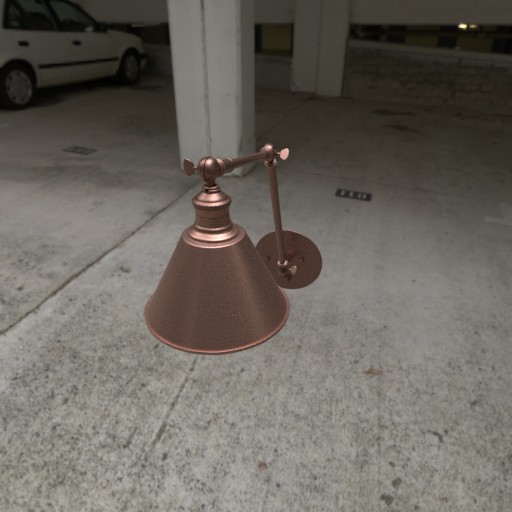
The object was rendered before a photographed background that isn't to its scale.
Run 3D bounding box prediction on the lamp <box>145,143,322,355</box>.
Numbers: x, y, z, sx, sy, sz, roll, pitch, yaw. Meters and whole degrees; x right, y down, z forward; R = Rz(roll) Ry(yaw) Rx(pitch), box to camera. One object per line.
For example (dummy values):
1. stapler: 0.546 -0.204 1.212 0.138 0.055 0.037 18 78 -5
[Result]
1. lamp: 0.000 0.000 0.867 0.223 0.502 0.624 8 30 15
